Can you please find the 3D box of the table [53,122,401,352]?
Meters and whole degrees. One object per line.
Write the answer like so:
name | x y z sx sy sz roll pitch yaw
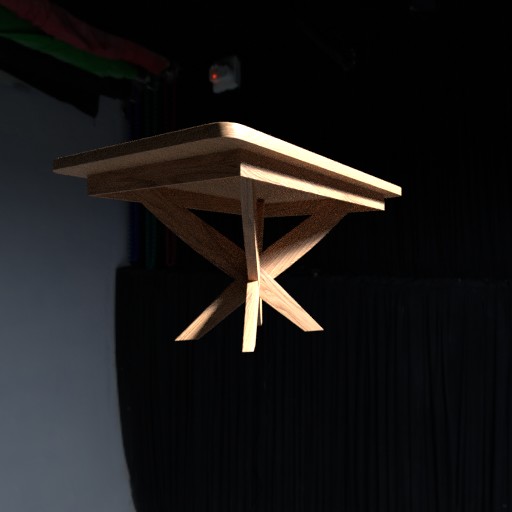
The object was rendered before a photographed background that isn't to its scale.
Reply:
table | 0.000 0.000 2.170 0.950 0.770 1.600 0 0 35
